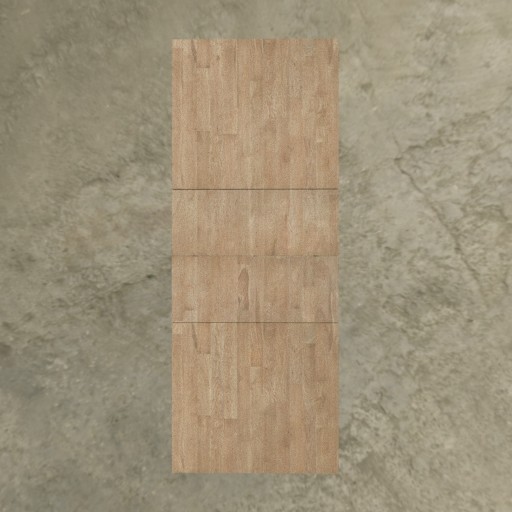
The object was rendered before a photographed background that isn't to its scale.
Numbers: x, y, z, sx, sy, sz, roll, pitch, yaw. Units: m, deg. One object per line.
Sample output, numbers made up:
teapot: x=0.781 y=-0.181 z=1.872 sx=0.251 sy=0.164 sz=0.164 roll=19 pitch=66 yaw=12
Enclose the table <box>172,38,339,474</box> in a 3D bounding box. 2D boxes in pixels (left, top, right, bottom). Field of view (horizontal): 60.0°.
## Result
table: x=0.000 y=0.000 z=3.031 sx=1.000 sy=0.752 sz=2.603 roll=0 pitch=90 yaw=1
